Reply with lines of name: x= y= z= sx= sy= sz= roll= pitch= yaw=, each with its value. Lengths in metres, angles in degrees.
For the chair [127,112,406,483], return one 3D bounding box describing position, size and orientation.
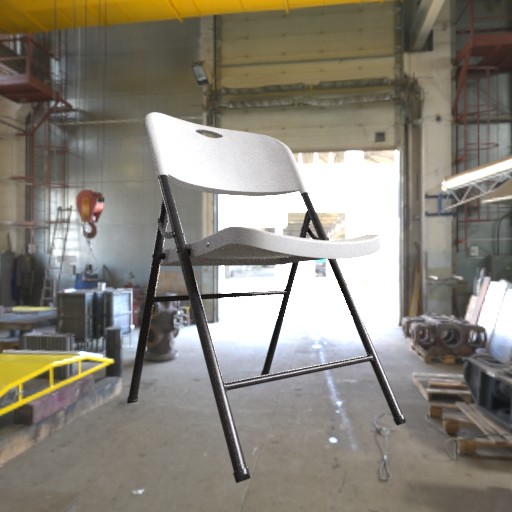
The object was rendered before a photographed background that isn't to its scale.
chair: x=0.000 y=0.000 z=1.153 sx=0.494 sy=0.810 sz=0.566 roll=0 pitch=-1 yaw=-36
